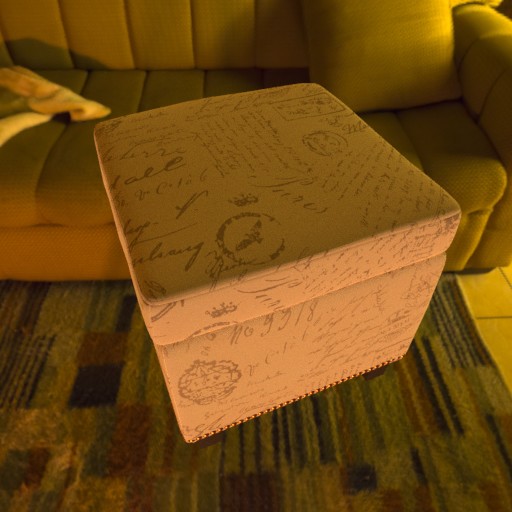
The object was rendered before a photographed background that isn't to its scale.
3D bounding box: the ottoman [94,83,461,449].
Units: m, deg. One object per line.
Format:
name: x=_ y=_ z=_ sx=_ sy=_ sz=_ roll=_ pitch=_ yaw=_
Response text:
ottoman: x=0.000 y=0.000 z=0.822 sx=0.449 sy=0.457 sz=0.450 roll=-17 pitch=47 yaw=-16
